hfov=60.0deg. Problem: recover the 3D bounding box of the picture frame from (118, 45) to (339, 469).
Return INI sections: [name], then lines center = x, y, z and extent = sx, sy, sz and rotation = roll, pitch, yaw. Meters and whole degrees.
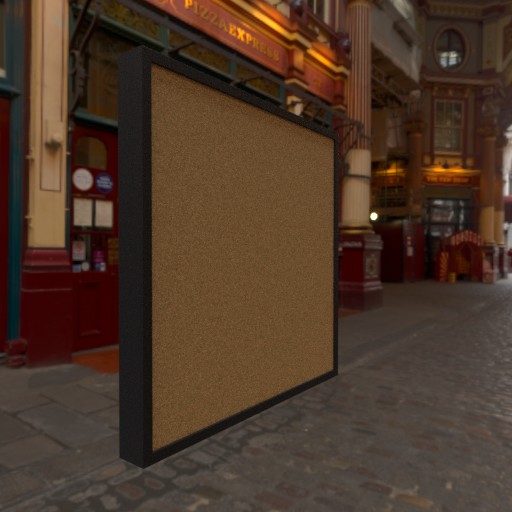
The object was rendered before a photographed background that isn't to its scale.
[picture frame]
center = 0.000, 0.000, 0.466
extent = 0.030, 0.317, 0.317
rotation = 1, 1, 37
